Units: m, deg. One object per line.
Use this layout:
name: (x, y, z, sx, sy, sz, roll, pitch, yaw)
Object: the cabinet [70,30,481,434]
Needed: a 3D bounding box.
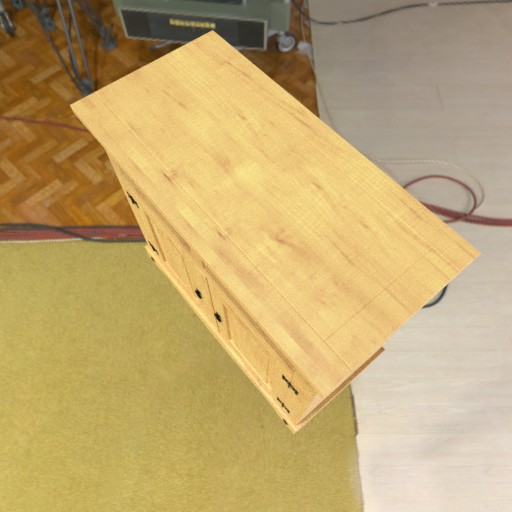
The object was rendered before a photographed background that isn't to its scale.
cabinet: (0.000, 0.000, 1.389, 0.450, 0.840, 0.920, -36, 68, -17)
